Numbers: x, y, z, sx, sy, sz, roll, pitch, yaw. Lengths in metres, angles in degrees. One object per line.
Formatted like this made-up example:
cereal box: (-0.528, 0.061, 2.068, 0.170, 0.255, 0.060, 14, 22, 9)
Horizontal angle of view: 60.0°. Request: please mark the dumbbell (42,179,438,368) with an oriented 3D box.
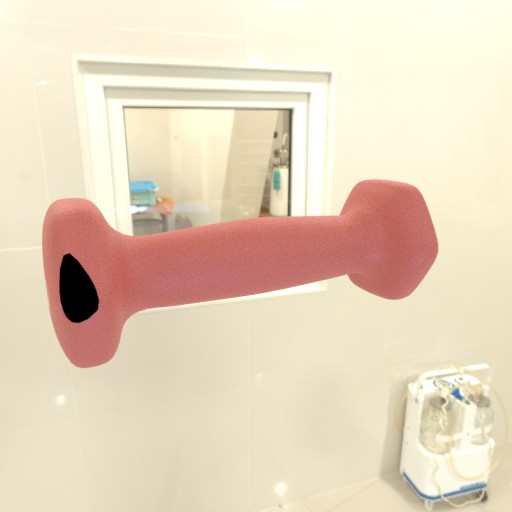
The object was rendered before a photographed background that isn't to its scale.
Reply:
dumbbell: (0.000, 0.000, 0.143, 0.123, 0.043, 0.047, -8, 18, -26)
